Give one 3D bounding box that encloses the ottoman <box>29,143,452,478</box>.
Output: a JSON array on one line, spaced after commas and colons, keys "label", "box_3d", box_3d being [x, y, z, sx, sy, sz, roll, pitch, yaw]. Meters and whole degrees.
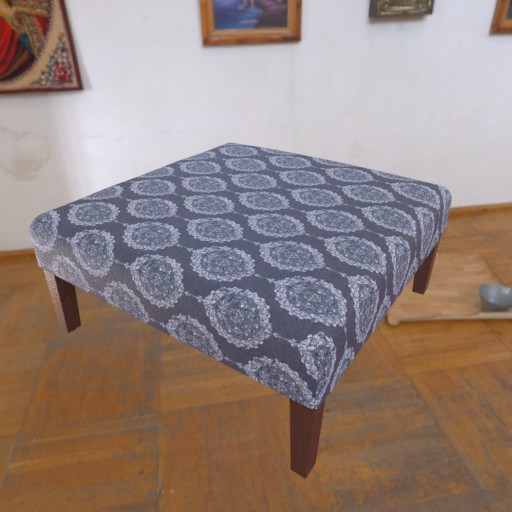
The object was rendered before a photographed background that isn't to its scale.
[{"label": "ottoman", "box_3d": [0.000, 0.000, 1.361, 0.890, 0.409, 0.889, 20, 36, 29]}]
